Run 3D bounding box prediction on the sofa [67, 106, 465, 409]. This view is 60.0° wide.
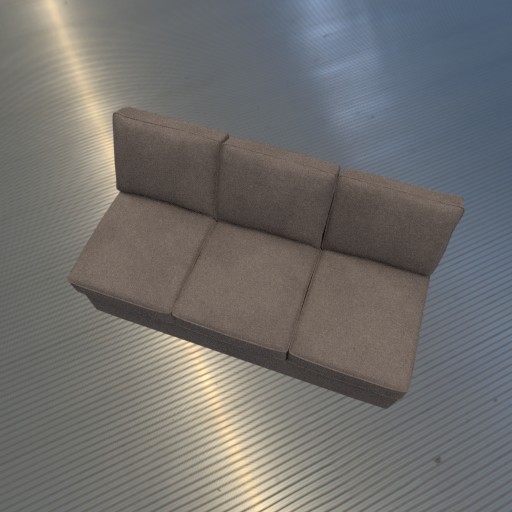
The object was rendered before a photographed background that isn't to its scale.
[{"bbox_3d":[0.000,0.000,2.562,1.962,0.973,1.027,17,61,9],"label":"sofa"}]
